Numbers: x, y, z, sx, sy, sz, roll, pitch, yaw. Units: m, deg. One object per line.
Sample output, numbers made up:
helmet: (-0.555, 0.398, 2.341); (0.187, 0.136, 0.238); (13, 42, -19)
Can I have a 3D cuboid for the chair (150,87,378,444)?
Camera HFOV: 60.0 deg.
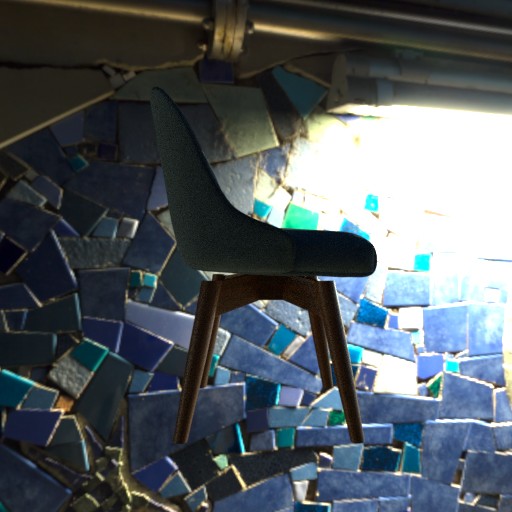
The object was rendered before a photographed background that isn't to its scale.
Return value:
chair: (0.000, 0.000, 1.267); (0.589, 0.882, 0.503); (0, 1, 0)
